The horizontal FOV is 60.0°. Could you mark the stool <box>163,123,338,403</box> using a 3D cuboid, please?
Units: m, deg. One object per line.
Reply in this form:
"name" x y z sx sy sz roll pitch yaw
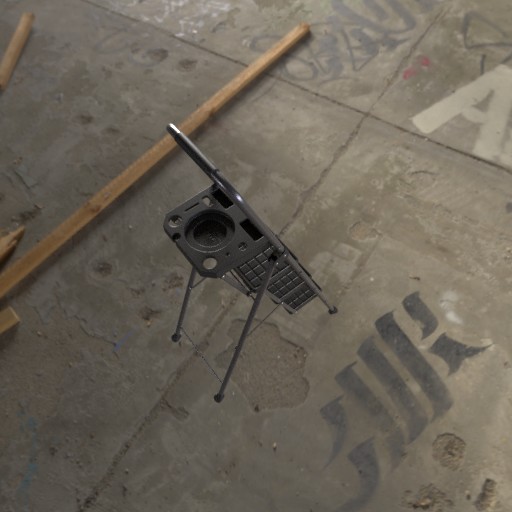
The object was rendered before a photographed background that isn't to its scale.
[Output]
"stool" 0.000 0.000 1.603 0.733 1.277 0.396 -34 65 -18
